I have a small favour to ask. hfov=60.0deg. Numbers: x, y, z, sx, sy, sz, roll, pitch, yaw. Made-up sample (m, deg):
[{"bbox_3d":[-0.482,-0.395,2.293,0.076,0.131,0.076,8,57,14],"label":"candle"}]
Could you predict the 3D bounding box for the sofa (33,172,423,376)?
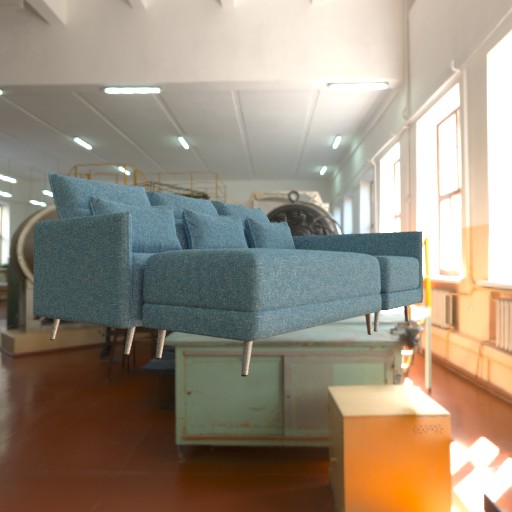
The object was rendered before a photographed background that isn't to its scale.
[{"bbox_3d":[0.000,0.000,2.720,1.420,0.899,2.034,-1,-1,37],"label":"sofa"}]
